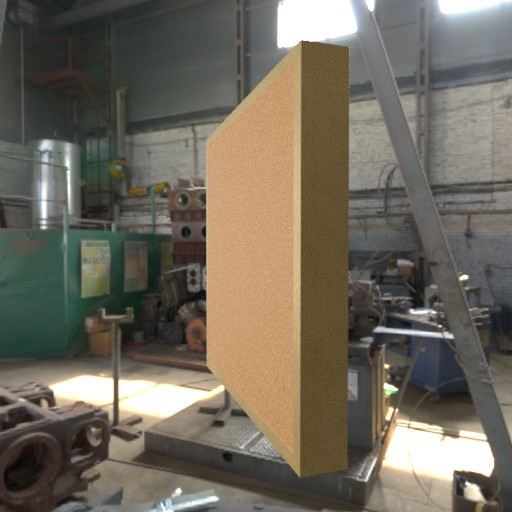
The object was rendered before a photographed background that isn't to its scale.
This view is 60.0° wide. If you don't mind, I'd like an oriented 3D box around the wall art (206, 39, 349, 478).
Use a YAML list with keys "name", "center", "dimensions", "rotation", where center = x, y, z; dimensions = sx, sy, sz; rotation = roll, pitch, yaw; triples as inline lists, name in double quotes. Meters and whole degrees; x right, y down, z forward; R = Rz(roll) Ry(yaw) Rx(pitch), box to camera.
- name: "wall art"
  center: [0.000, 0.000, 0.458]
  dimensions: [0.038, 0.305, 0.305]
  rotation: [0, 1, -19]
